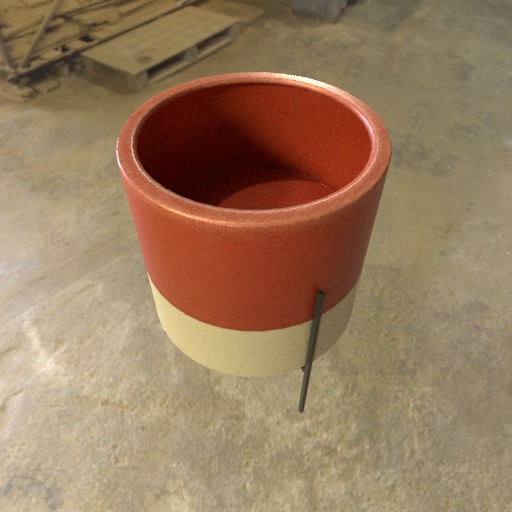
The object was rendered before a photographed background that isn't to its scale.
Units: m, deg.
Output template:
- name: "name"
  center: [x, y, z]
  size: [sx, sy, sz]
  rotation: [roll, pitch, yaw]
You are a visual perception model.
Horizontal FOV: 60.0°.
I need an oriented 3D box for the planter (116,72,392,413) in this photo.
- name: "planter"
  center: [0.000, 0.000, 0.730]
  size: [0.345, 0.465, 0.354]
  rotation: [25, 52, 21]
